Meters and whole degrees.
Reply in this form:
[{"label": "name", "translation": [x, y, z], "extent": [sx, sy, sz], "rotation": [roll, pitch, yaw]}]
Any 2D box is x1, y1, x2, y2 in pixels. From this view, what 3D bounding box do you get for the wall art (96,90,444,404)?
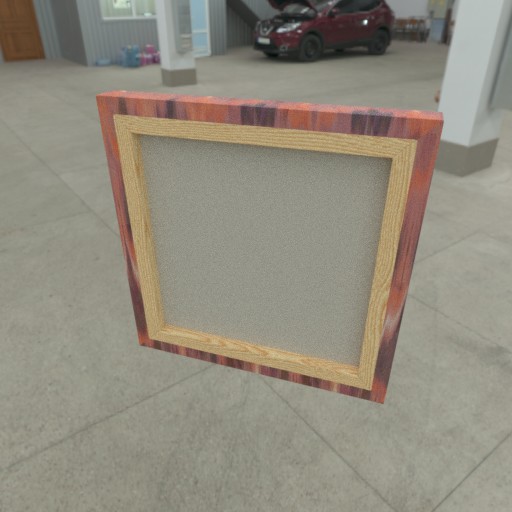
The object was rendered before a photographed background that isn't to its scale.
[{"label": "wall art", "translation": [0.000, 0.000, 0.610], "extent": [0.403, 0.406, 0.038], "rotation": [9, 32, 15]}]
